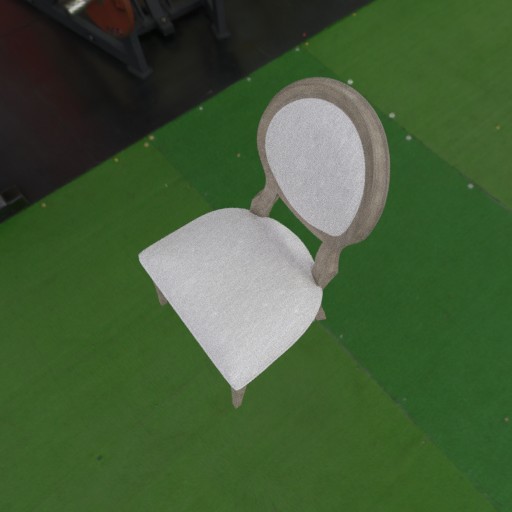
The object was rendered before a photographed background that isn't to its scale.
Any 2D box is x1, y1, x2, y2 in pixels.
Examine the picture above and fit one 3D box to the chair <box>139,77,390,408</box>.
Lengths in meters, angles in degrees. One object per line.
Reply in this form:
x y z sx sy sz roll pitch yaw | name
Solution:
0.000 0.000 1.379 0.602 0.990 0.558 -35 69 -15 | chair
